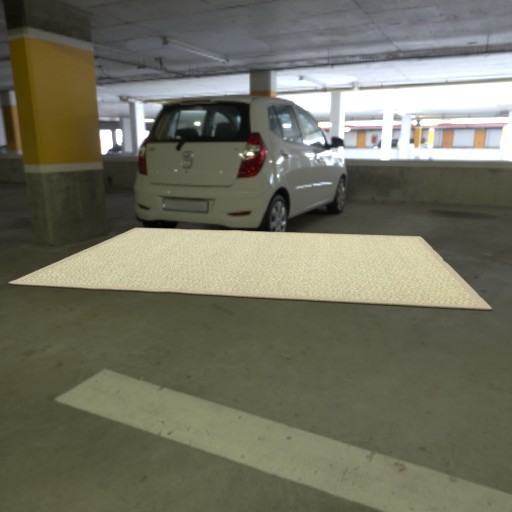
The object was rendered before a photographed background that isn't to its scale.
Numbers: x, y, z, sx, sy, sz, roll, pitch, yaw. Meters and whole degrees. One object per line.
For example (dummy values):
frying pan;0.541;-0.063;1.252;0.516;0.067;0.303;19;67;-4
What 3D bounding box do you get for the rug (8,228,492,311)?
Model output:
rug;0.000;0.000;2.793;2.290;0.021;1.540;2;14;9
